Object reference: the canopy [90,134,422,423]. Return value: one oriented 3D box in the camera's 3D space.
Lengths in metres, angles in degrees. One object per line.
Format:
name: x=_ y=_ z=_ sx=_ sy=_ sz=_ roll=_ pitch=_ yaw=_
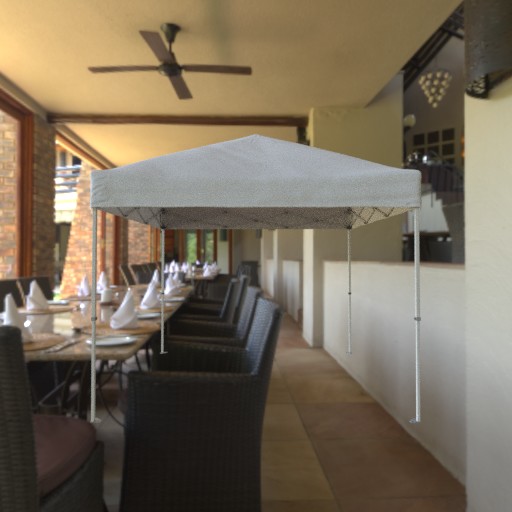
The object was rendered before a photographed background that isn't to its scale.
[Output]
canopy: x=0.000 y=0.000 z=5.454 sx=2.996 sy=2.997 sz=2.998 roll=0 pitch=0 yaw=0
